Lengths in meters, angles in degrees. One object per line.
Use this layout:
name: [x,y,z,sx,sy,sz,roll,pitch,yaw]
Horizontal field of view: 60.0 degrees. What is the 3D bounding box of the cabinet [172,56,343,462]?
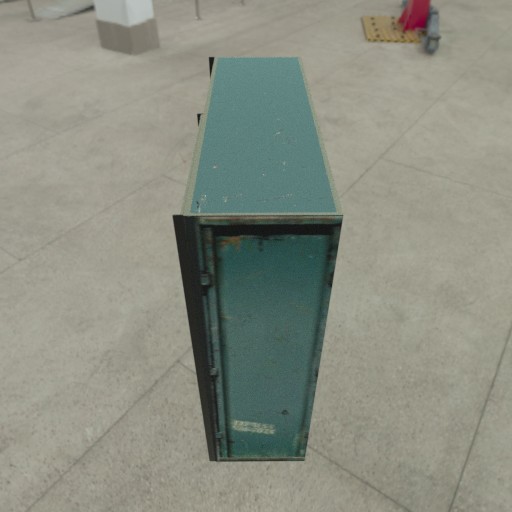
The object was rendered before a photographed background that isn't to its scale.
cabinet: [0.000,0.000,3.222,0.680,2.160,2.000,0,41,0]
